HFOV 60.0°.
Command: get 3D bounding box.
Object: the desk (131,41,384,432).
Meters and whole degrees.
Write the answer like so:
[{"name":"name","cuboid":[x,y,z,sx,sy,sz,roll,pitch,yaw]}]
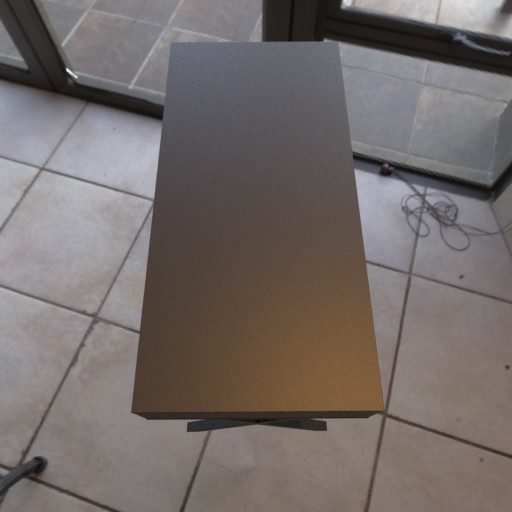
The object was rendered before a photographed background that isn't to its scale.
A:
[{"name":"desk","cuboid":[0.000,0.000,1.460,0.504,0.780,1.057,0,65,0]}]
